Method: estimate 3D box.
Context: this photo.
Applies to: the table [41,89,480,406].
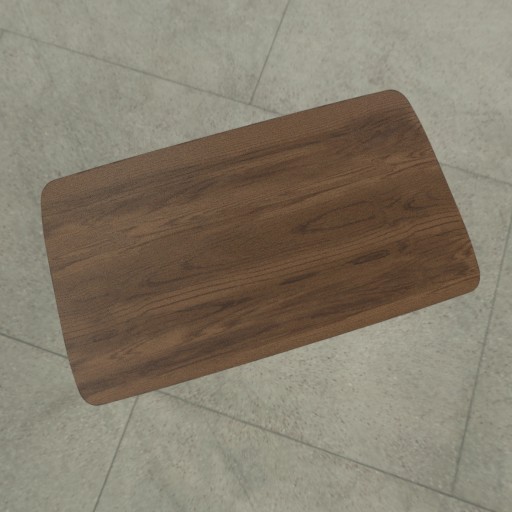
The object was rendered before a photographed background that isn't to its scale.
[{"bbox_3d":[0.000,0.000,2.154,1.643,0.765,0.949,-16,77,-4],"label":"table"}]
